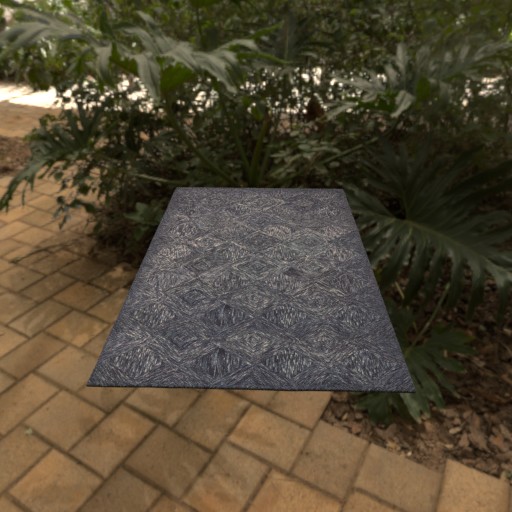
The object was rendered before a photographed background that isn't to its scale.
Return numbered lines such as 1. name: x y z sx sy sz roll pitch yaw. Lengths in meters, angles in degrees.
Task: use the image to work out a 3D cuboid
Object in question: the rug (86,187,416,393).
1. rug: 0.000 0.000 2.268 1.139 0.010 1.754 1 32 1
